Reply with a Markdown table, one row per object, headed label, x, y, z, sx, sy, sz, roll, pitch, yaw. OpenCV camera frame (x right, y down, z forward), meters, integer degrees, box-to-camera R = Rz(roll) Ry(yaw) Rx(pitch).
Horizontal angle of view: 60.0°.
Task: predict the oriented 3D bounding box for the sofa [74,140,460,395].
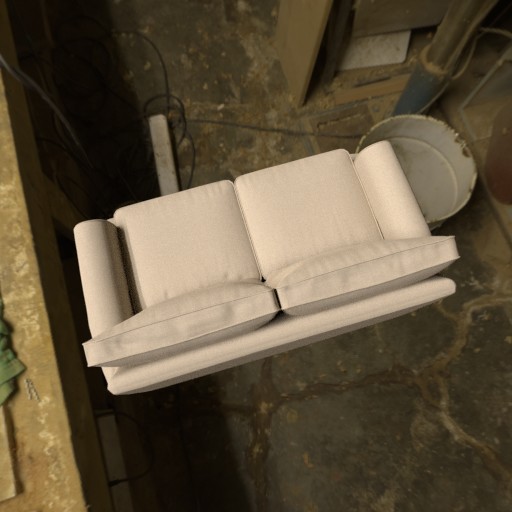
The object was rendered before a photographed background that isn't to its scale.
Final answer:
| label | x | y | z | sx | sy | sz | roll | pitch | yaw |
| --- | --- | --- | --- | --- | --- | --- | --- | --- | --- |
| sofa | 0.000 | 0.000 | 2.228 | 1.665 | 0.937 | 0.964 | -16 | 76 | -4 |
